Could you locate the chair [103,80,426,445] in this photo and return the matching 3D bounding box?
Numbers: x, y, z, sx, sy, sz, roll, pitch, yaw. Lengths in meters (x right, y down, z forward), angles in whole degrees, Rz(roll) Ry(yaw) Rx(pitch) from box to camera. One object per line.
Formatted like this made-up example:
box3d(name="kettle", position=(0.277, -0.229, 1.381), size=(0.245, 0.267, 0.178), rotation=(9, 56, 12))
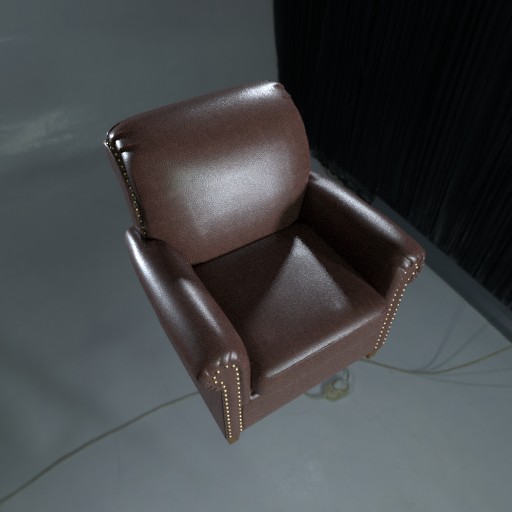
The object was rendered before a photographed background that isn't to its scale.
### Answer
box3d(name="chair", position=(0.000, 0.000, 1.619), size=(0.854, 0.927, 0.890), rotation=(-24, 51, -21))
